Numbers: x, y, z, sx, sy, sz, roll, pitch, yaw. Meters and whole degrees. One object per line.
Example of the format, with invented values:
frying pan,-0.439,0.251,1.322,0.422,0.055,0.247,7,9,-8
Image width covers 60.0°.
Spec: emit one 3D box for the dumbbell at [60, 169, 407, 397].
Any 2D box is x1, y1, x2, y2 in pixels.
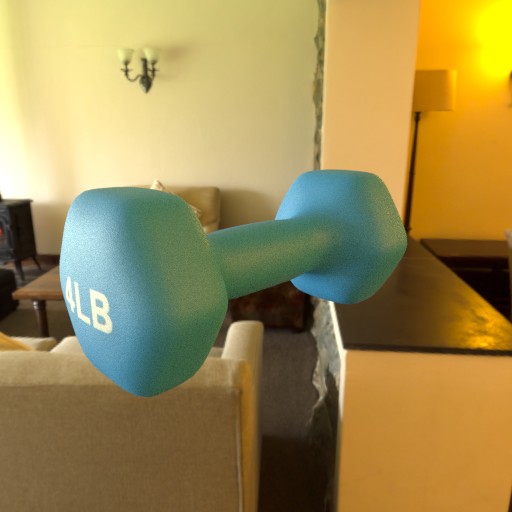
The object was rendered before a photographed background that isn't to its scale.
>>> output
dumbbell,0.000,0.000,0.190,0.152,0.066,0.074,-14,21,-42
